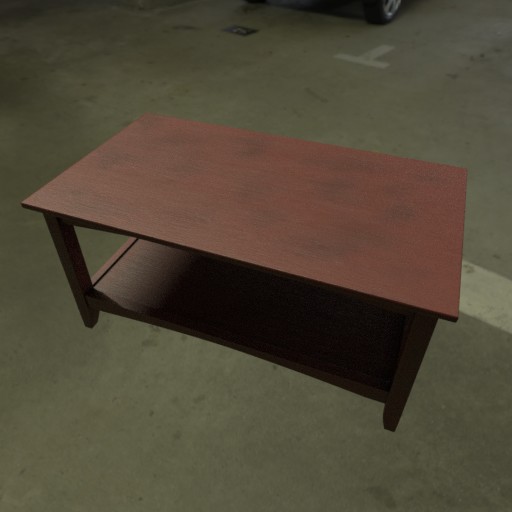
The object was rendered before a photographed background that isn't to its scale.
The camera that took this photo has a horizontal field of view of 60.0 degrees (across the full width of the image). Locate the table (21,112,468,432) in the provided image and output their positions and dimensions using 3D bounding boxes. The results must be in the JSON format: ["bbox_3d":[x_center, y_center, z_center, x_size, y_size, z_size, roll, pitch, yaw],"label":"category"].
[{"bbox_3d":[0.000,0.000,1.212,0.943,0.456,0.533,14,43,16],"label":"table"}]
